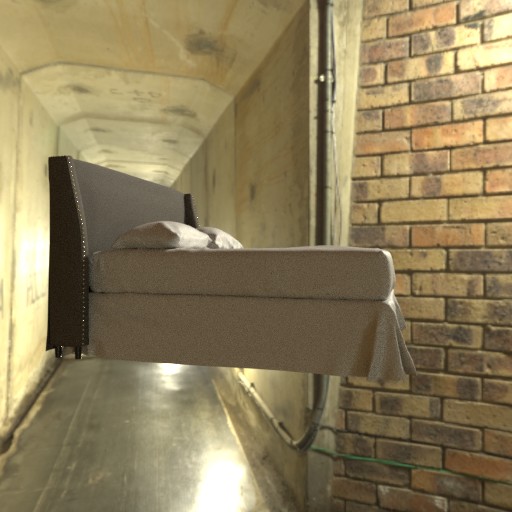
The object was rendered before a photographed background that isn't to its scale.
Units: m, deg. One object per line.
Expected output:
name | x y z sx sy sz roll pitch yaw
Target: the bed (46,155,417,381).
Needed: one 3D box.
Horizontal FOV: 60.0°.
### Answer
bed | 0.000 0.000 3.444 2.276 1.332 1.925 0 0 17
